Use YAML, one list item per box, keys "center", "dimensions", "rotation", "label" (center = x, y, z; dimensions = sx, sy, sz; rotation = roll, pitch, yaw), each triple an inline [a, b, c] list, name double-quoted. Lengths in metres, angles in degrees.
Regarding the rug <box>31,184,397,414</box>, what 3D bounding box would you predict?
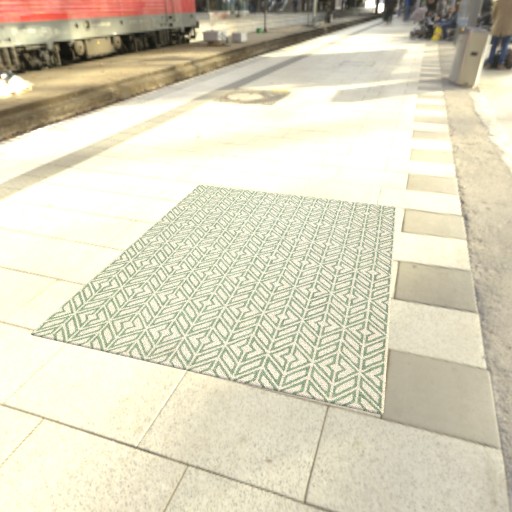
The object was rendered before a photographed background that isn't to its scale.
- center: [0.000, 0.000, 4.105]
  dimensions: [2.441, 0.017, 3.050]
  rotation: [9, 31, 14]
  label: "rug"
